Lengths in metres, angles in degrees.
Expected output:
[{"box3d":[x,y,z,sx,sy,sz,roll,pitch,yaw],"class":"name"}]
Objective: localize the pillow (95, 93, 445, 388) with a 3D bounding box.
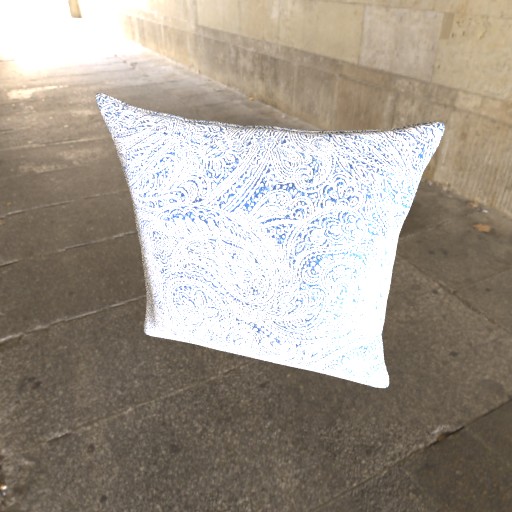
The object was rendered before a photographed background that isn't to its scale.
[{"box3d":[0.000,0.000,0.769,0.523,0.510,0.166,10,34,15],"class":"pillow"}]
